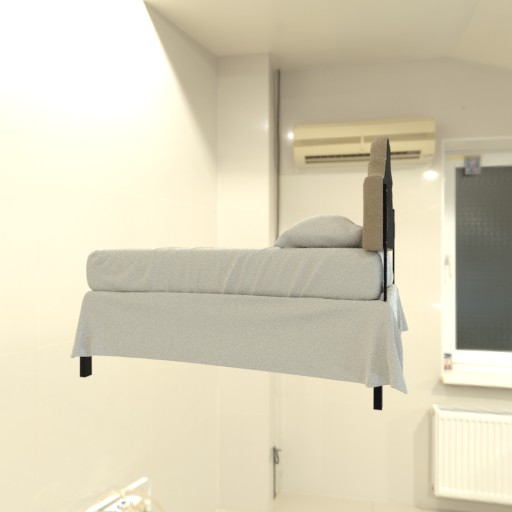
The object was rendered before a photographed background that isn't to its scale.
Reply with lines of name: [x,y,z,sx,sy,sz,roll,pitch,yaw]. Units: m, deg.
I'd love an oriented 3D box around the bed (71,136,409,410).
bed: [0.000,0.000,3.404,2.222,1.634,1.780,0,0,19]
